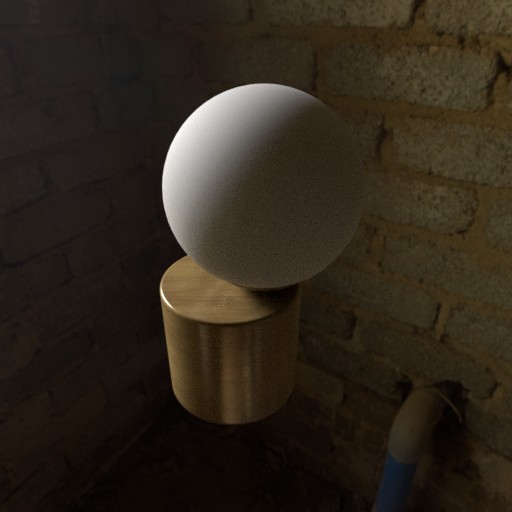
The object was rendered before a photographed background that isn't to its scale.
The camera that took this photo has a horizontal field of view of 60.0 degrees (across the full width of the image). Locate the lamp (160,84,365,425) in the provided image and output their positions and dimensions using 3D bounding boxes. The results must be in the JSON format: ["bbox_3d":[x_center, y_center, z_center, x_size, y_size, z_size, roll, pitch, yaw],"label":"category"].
[{"bbox_3d":[0.000,0.000,0.344,0.152,0.250,0.141,-1,30,-2],"label":"lamp"}]
